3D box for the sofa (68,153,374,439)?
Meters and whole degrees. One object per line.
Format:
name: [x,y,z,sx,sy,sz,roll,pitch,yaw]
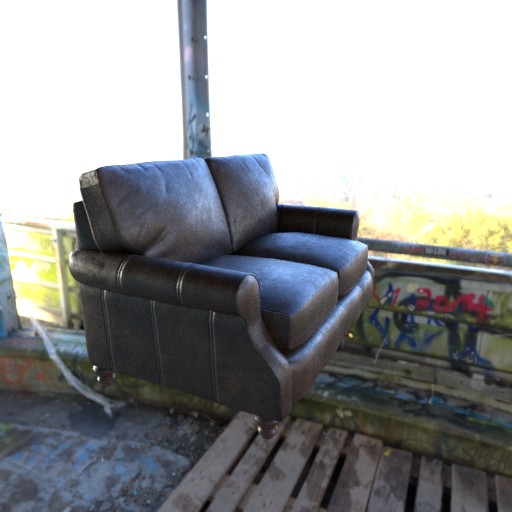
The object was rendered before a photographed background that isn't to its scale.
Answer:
sofa: [0.000,0.000,2.268,0.990,0.976,1.616,7,17,25]
